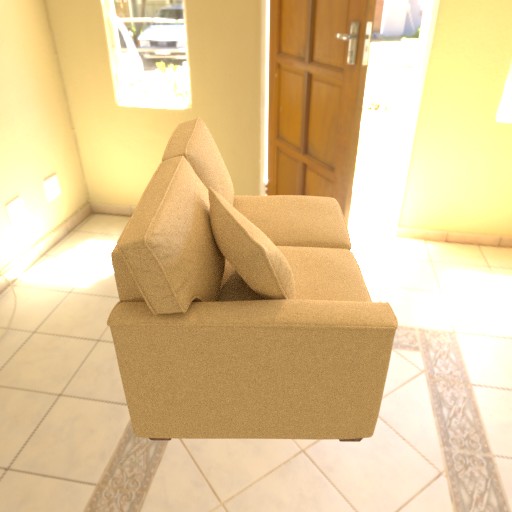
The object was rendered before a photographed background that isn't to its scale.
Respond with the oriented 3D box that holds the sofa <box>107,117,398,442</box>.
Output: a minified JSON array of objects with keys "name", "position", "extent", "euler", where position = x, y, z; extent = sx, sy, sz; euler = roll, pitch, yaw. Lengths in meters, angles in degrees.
[{"name":"sofa","position":[0.000,0.000,2.123],"extent":[0.991,0.989,1.388],"euler":[0,31,0]}]
